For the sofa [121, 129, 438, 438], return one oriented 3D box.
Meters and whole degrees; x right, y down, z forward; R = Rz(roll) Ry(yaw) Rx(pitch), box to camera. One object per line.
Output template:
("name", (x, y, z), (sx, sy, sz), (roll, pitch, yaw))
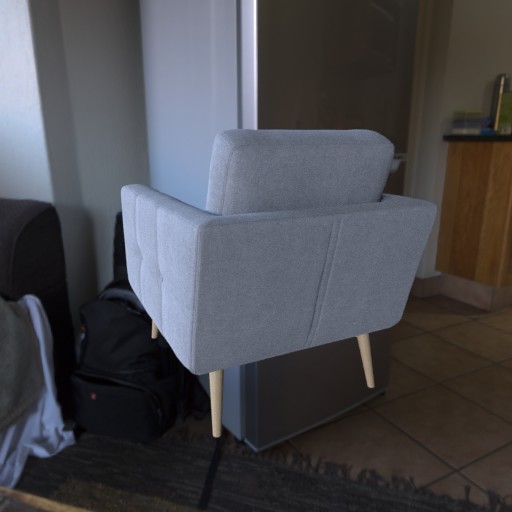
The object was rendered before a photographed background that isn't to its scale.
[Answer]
("sofa", (0.000, 0.000, 1.573), (0.770, 0.860, 0.920), (-8, 17, -26))
